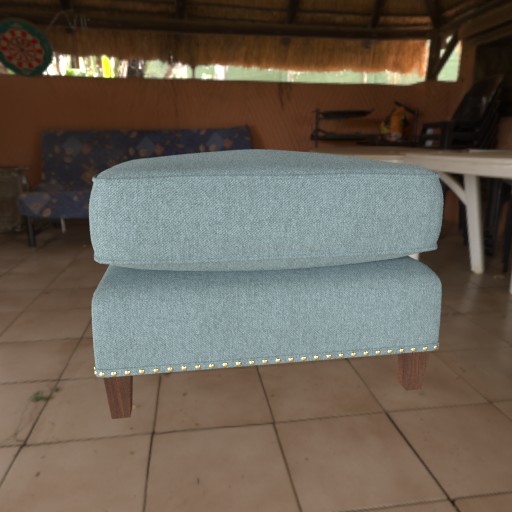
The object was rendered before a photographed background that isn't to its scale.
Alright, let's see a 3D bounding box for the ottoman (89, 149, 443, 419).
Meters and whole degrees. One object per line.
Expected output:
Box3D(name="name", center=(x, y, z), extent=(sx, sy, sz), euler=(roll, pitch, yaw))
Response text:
Box3D(name="ottoman", center=(0.000, 0.000, 1.146), extent=(0.738, 0.537, 0.589), euler=(-2, 15, -9))
